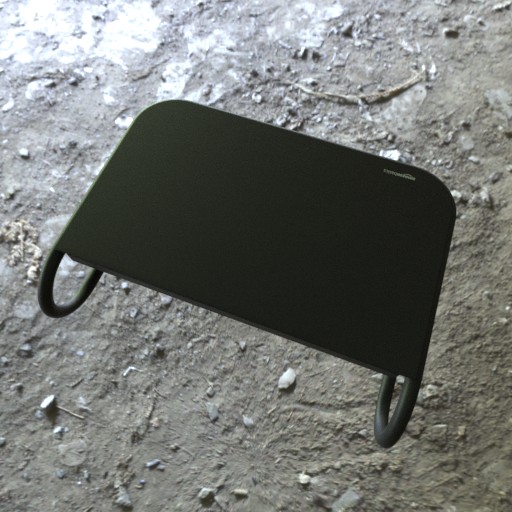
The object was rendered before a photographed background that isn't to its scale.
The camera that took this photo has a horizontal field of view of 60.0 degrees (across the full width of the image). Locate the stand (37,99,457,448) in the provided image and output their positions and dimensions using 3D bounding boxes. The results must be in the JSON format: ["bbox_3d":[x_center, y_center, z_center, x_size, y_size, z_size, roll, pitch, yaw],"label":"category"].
[{"bbox_3d":[0.000,0.000,0.487,0.370,0.108,0.280,19,66,9],"label":"stand"}]
